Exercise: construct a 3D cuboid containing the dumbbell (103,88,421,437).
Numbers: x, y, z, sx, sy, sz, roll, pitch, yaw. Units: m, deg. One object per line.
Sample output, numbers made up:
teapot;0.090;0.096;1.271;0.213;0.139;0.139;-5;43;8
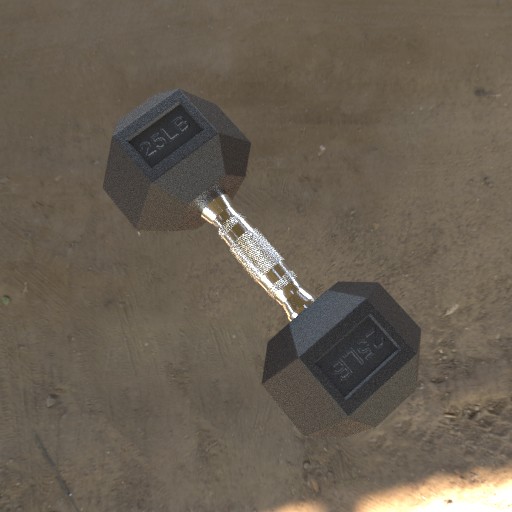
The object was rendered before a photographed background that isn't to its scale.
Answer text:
dumbbell;0.000;0.000;0.380;0.129;0.113;0.315;-39;80;-8
